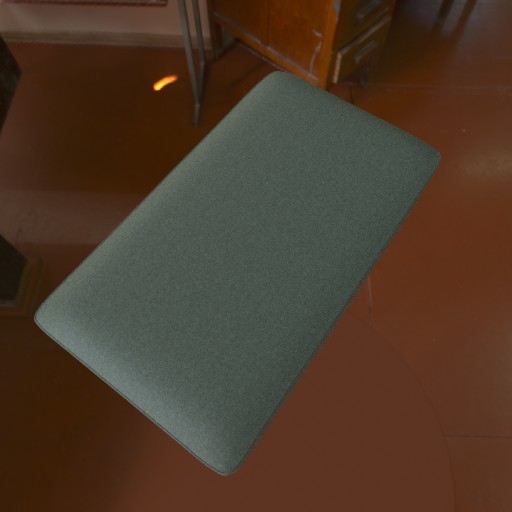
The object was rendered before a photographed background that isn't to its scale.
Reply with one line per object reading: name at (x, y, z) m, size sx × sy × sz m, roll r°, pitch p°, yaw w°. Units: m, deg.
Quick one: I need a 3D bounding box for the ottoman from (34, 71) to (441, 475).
ottoman at (0.000, 0.000, 1.485) m, size 0.681 × 0.494 × 1.173 m, roll 33°, pitch 69°, yaw 15°
